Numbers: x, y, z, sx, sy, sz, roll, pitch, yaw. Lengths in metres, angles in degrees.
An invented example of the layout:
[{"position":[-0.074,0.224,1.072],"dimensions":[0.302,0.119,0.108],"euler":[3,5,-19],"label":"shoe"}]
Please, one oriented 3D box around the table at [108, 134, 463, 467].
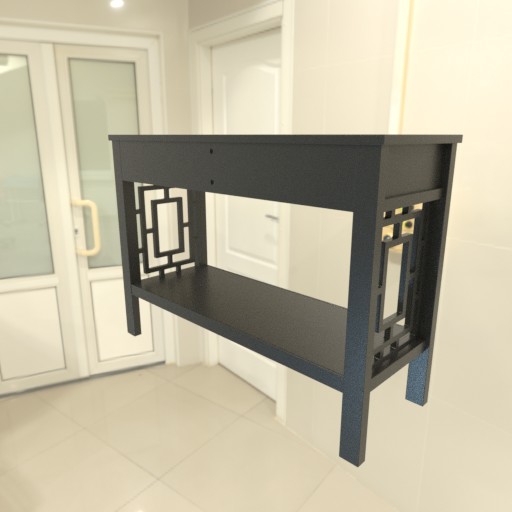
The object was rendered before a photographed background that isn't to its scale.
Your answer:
[{"position":[0.000,0.000,1.426],"dimensions":[1.068,0.753,0.397],"euler":[15,21,43],"label":"table"}]
